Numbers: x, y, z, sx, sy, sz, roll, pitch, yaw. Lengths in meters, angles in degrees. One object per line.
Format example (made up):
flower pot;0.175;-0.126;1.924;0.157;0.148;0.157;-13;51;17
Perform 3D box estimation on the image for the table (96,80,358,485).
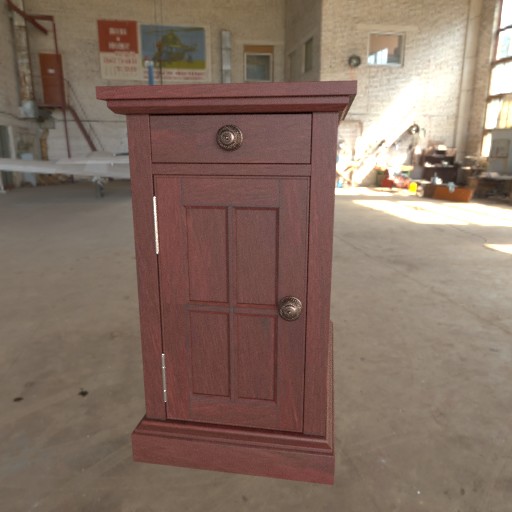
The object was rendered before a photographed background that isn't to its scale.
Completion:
table;0.000;0.000;0.939;0.356;0.612;0.584;2;14;9
